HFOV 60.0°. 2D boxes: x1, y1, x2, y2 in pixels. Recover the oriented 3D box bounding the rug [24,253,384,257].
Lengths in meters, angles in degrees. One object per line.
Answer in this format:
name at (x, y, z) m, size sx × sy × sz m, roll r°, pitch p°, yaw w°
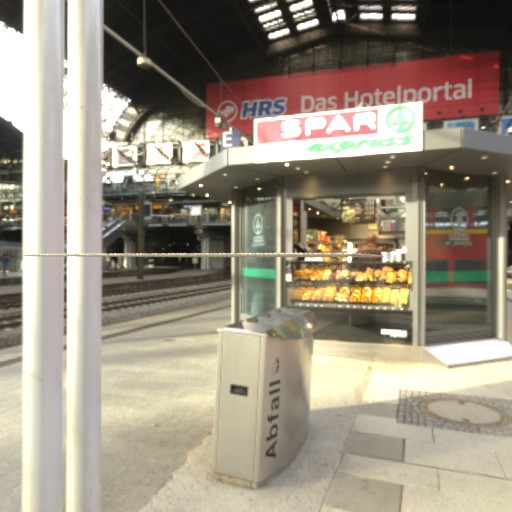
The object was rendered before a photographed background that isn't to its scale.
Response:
rug at (0.000, 0.000, 2.257) m, size 1.175 × 0.008 × 1.783 m, roll 0°, pitch 0°, yaw 19°
